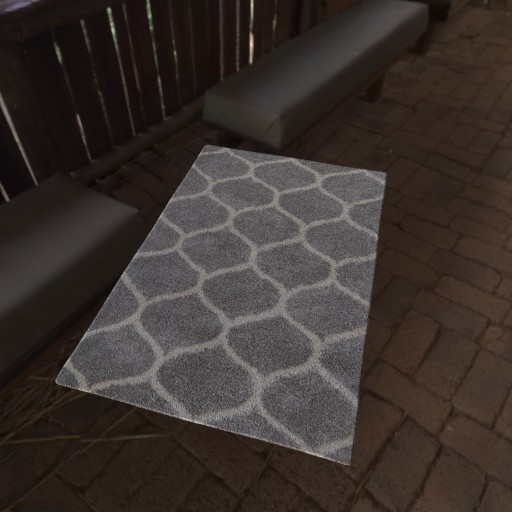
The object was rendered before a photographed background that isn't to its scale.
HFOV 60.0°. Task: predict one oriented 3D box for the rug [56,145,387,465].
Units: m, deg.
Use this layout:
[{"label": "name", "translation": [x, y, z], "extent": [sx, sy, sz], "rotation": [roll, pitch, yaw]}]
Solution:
[{"label": "rug", "translation": [0.000, 0.000, 3.418], "extent": [1.801, 0.026, 2.701], "rotation": [11, 48, 11]}]
